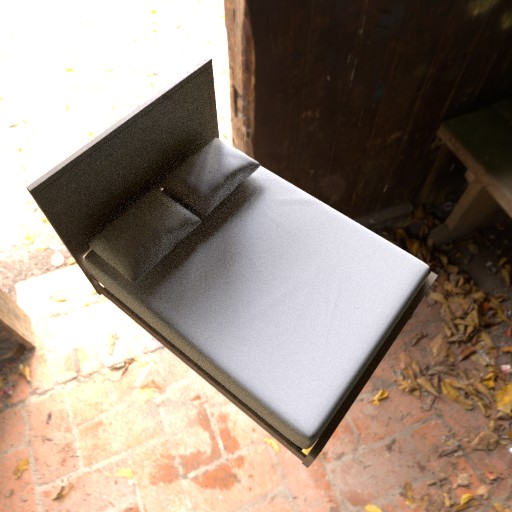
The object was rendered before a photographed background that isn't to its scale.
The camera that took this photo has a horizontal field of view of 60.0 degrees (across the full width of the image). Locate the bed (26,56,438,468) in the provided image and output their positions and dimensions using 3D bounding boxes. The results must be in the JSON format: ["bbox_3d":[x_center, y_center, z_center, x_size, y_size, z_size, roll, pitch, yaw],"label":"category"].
[{"bbox_3d":[0.000,0.000,3.164,2.189,1.369,1.606,34,64,19],"label":"bed"}]
